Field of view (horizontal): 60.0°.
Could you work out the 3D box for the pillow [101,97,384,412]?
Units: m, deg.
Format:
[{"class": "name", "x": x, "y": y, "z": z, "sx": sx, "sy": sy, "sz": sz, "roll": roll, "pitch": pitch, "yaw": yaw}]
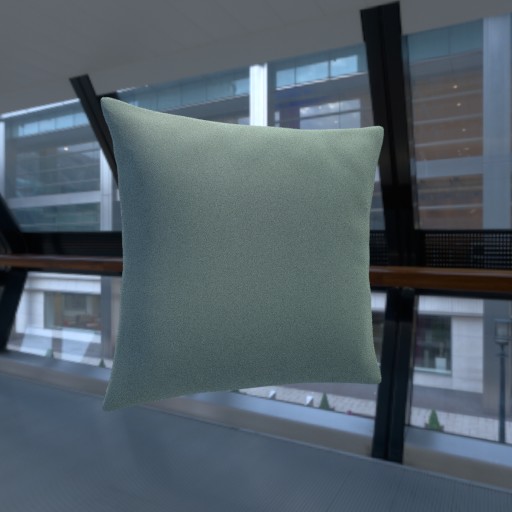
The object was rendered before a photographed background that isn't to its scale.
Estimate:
[{"class": "pillow", "x": 0.000, "y": 0.000, "z": 0.795, "sx": 0.525, "sy": 0.508, "sz": 0.166, "roll": 0, "pitch": 0, "yaw": -18}]
